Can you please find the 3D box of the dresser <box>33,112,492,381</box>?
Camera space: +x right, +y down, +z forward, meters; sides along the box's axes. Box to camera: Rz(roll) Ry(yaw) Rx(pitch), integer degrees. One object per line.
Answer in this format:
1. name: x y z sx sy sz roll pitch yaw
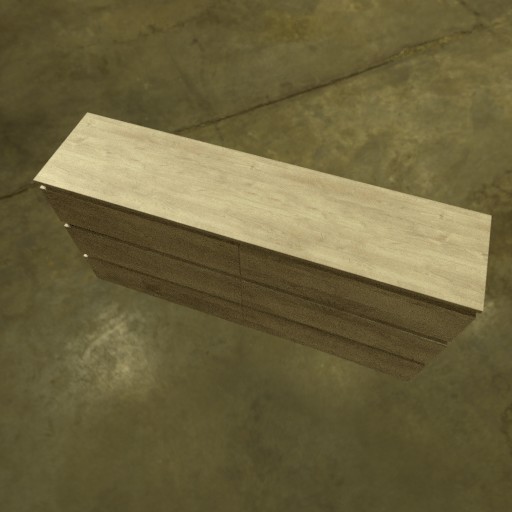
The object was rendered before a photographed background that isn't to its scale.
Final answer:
1. dresser: 0.000 0.000 1.908 1.590 0.795 0.390 16 60 10
